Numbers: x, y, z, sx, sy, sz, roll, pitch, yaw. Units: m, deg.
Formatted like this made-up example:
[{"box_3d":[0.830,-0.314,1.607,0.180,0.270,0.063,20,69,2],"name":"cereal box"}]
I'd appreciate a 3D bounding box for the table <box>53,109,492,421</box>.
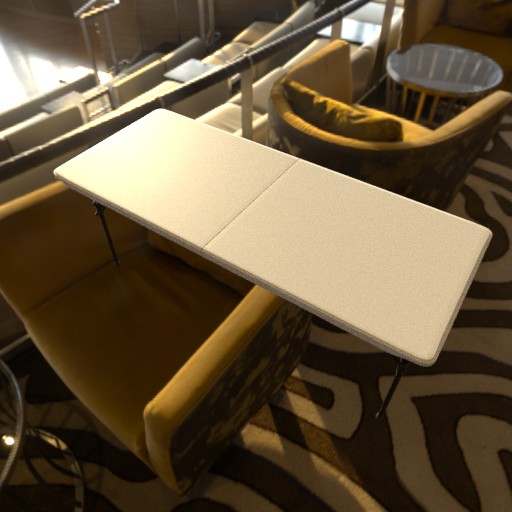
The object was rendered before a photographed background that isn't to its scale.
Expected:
[{"box_3d":[0.000,0.000,2.192,1.829,0.719,0.761,26,51,23],"name":"table"}]
